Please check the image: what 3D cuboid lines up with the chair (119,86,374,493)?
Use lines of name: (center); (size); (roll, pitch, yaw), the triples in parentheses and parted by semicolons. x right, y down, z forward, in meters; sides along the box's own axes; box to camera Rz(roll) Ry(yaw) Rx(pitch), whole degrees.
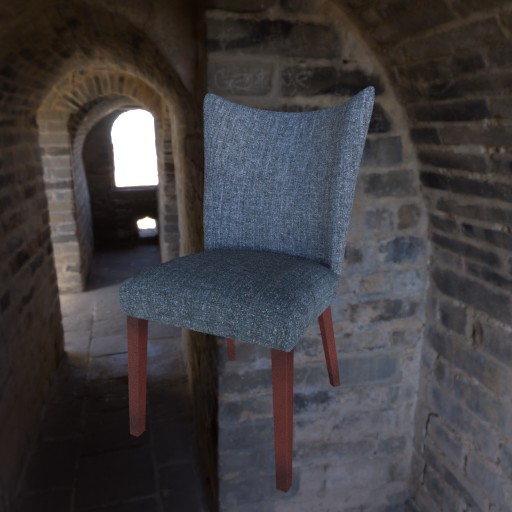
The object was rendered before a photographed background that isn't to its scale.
chair: (0.000, 0.000, 1.264); (0.535, 0.924, 0.623); (7, 17, 26)
